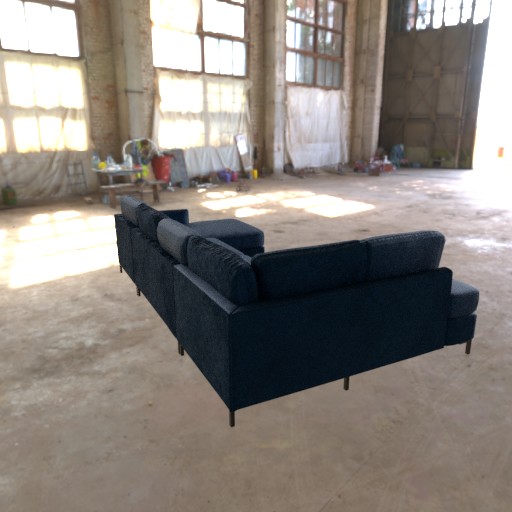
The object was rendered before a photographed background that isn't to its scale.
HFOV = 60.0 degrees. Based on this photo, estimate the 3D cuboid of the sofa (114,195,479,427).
[{"bbox_3d":[0.000,0.000,4.318,2.055,0.992,3.434,-8,17,-26],"label":"sofa"}]
